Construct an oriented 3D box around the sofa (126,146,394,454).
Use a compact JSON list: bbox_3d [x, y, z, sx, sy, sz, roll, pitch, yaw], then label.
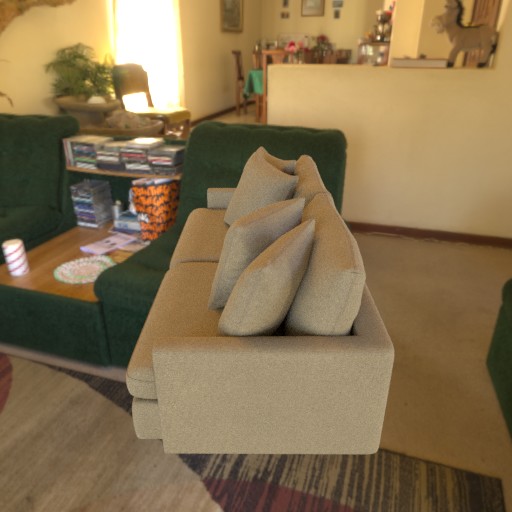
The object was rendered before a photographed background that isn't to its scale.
[{"bbox_3d":[0.000,0.000,2.999,1.228,1.084,2.380,0,26,0],"label":"sofa"}]
